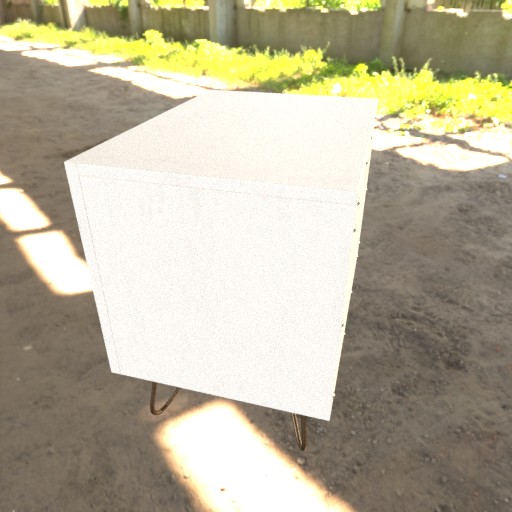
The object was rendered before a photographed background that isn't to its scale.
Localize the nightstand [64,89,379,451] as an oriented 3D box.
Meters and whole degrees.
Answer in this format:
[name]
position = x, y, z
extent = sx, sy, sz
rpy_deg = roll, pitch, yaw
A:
[nightstand]
position = 0.000, 0.000, 1.019
extent = 0.447, 0.604, 0.614
rpy_deg = 8, 31, 14
